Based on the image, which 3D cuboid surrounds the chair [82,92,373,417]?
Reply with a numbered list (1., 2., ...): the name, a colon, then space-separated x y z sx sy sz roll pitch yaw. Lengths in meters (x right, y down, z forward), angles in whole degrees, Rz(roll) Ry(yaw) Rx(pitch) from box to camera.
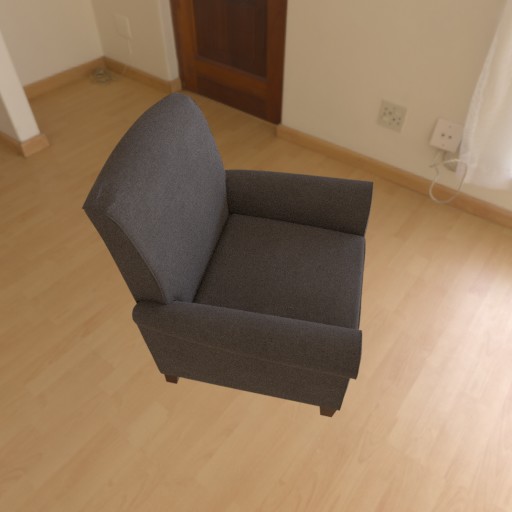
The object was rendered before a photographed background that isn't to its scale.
1. chair: 0.000 0.000 1.803 0.905 1.061 0.978 9 46 9
